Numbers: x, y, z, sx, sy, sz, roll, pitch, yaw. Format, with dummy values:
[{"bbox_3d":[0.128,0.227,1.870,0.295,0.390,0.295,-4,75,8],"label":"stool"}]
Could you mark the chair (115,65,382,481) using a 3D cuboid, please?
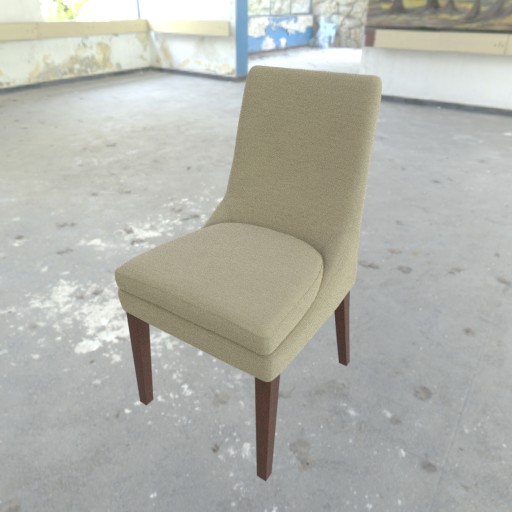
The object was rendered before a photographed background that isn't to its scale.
[{"bbox_3d":[0.000,0.000,1.278,0.515,0.940,0.638,19,35,29],"label":"chair"}]
